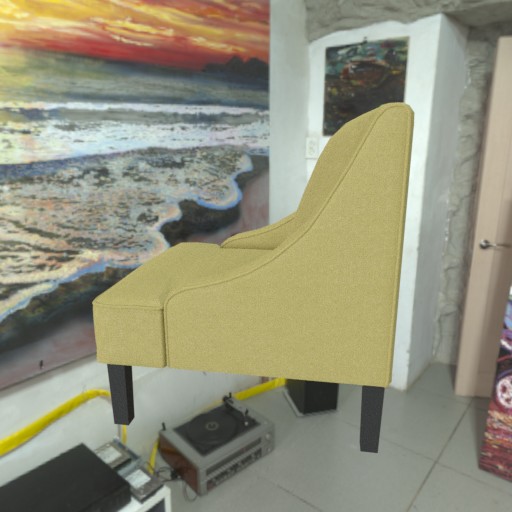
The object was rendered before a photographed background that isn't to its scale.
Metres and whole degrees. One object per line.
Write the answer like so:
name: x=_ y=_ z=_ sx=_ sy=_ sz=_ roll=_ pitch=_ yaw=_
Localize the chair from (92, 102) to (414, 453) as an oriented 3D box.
chair: x=0.000 y=0.000 z=1.444 sx=0.814 sy=0.896 sz=0.696 roll=3 pitch=15 yaw=9
